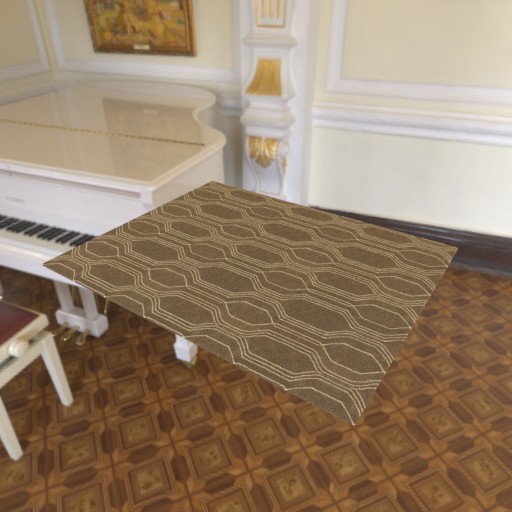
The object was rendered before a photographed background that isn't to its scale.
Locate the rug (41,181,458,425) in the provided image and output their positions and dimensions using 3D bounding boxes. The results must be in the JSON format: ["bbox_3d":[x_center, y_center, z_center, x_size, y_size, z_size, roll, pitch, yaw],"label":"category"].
[{"bbox_3d":[0.000,0.000,4.160,3.062,0.012,2.457,20,36,29],"label":"rug"}]
